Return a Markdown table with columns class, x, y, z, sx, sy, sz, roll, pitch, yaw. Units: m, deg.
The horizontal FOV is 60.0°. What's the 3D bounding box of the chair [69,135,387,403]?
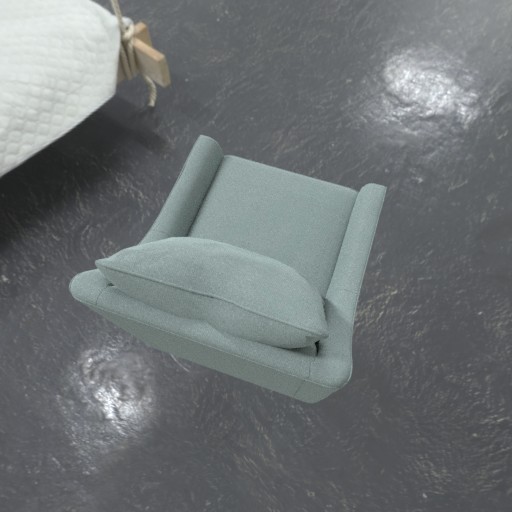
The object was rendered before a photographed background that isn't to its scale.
| class | x | y | z | sx | sy | sz | roll | pitch | yaw |
| --- | --- | --- | --- | --- | --- | --- | --- | --- | --- |
| chair | 0.000 | 0.000 | 1.579 | 0.760 | 0.926 | 0.870 | 17 | 65 | 8 |
